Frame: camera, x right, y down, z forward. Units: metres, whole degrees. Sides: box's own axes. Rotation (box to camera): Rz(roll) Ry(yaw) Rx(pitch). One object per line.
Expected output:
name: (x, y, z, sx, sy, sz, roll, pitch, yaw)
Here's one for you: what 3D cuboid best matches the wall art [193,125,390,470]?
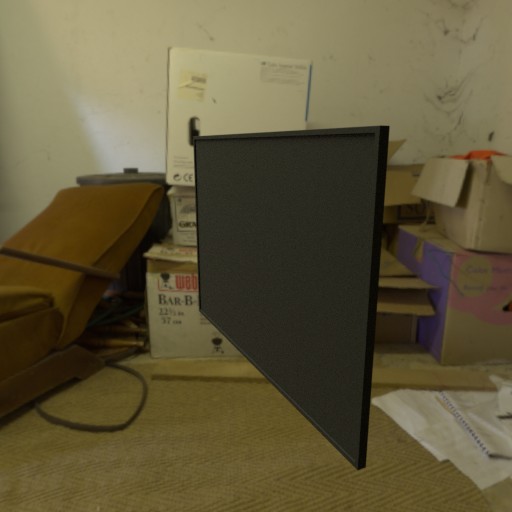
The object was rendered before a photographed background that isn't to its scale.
wall art: (0.000, 0.000, 1.504, 0.028, 0.805, 1.190, -7, 15, -25)
